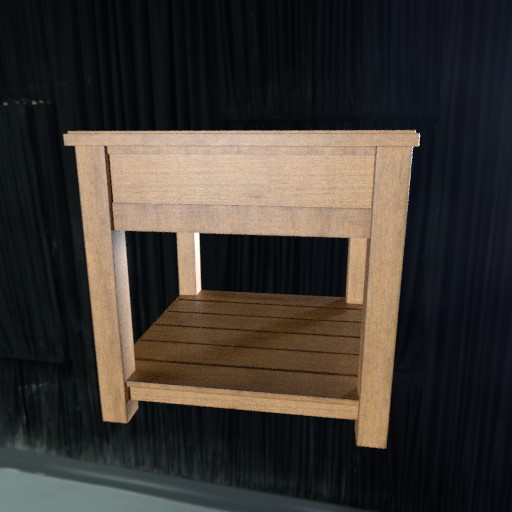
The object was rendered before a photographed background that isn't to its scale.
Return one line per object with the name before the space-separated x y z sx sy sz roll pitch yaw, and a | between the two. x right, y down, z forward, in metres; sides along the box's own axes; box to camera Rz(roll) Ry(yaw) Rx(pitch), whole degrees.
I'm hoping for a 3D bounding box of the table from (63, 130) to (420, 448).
table | 0.000 0.000 1.108 0.612 0.593 0.616 2 15 8
